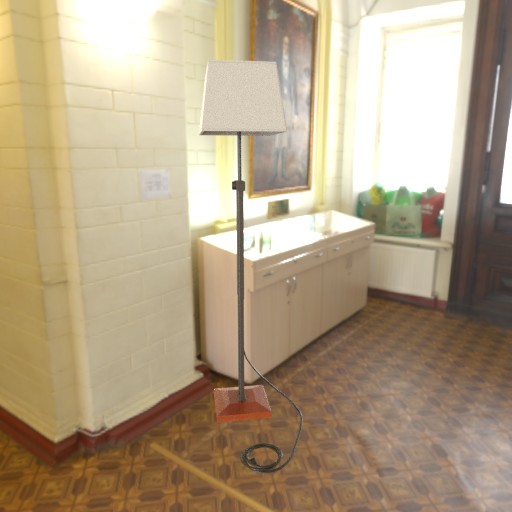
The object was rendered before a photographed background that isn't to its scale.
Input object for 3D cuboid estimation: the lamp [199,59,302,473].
[{"bbox_3d":[0.000,0.000,2.031,0.472,1.712,0.745,-2,13,-8],"label":"lamp"}]
